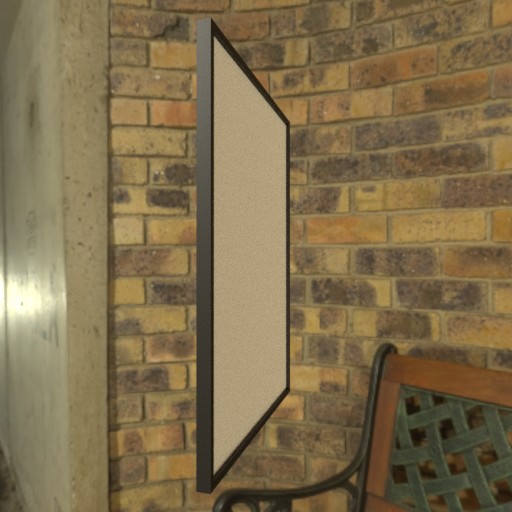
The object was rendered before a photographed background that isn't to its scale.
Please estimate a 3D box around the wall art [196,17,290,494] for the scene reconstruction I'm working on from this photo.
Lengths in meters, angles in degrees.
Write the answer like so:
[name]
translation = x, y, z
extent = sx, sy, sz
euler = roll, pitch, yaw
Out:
[wall art]
translation = 0.000, 0.000, 1.382
extent = 0.036, 1.070, 0.802
euler = 0, 0, 17
